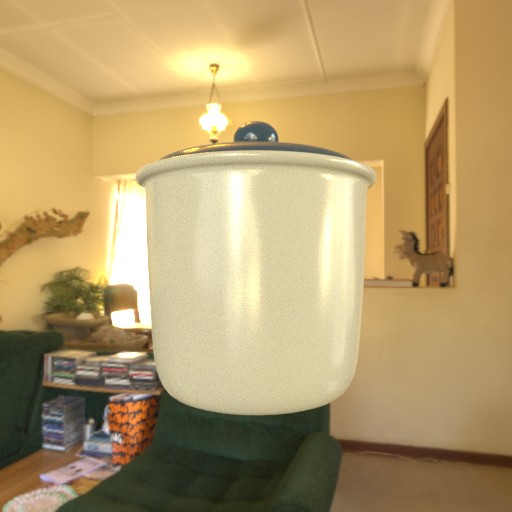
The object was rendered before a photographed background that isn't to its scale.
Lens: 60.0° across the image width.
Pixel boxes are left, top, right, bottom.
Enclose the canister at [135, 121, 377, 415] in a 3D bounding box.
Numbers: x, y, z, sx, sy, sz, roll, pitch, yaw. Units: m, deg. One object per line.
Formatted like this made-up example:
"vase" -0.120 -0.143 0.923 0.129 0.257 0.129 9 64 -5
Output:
"canister" 0.000 0.000 0.344 0.182 0.208 0.182 0 -1 0
